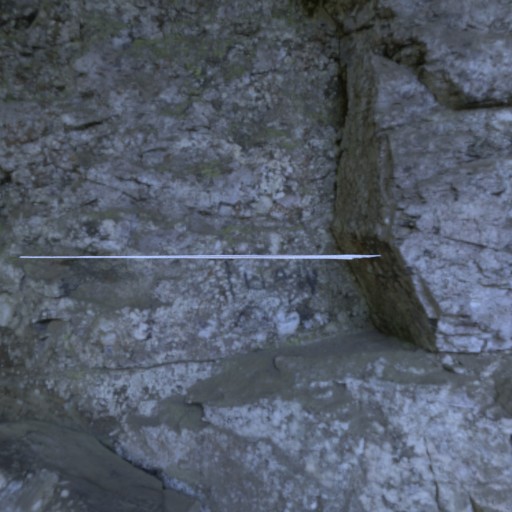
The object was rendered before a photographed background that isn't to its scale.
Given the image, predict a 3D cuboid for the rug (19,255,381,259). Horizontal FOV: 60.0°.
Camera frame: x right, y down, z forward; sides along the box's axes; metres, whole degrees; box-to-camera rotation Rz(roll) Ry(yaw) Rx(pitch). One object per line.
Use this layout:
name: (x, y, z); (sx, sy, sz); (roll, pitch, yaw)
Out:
rug: (0.000, 0.000, 2.985); (1.522, 0.012, 2.440); (0, 0, 18)
